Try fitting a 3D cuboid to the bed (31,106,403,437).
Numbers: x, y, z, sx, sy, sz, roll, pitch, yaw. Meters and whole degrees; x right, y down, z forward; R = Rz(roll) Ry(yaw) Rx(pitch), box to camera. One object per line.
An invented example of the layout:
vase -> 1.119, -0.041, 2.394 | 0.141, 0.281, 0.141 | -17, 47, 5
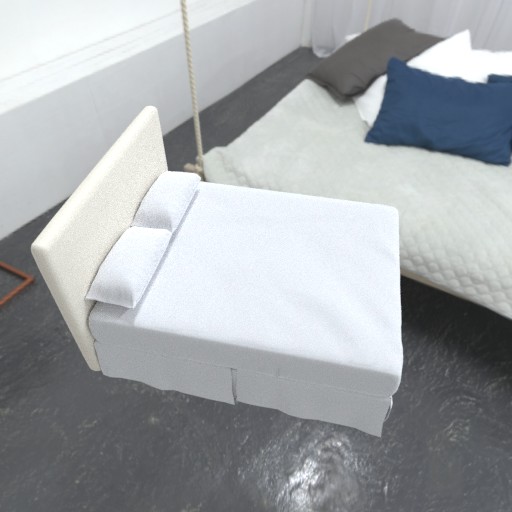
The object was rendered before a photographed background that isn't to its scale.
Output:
bed -> 0.000, 0.000, 3.205 | 2.142, 1.330, 1.713 | 9, 46, 8
